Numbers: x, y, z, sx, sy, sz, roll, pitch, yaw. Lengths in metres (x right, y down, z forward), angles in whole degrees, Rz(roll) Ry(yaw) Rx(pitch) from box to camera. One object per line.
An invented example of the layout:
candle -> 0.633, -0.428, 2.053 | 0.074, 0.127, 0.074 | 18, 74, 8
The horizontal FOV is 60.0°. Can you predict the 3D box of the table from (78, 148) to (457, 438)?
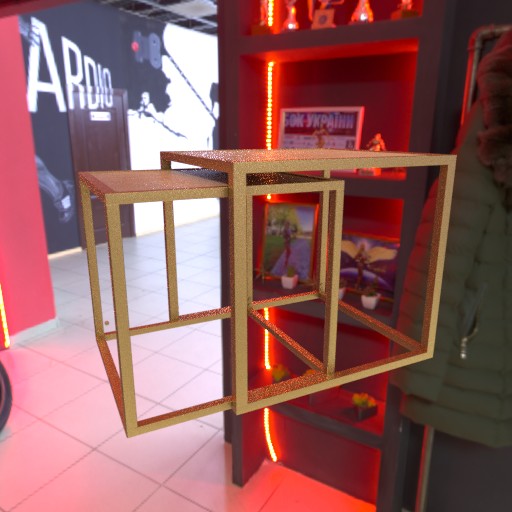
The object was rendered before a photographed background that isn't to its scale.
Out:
table -> 0.000, 0.000, 1.119 | 0.762, 0.505, 0.505 | -8, 17, -25
